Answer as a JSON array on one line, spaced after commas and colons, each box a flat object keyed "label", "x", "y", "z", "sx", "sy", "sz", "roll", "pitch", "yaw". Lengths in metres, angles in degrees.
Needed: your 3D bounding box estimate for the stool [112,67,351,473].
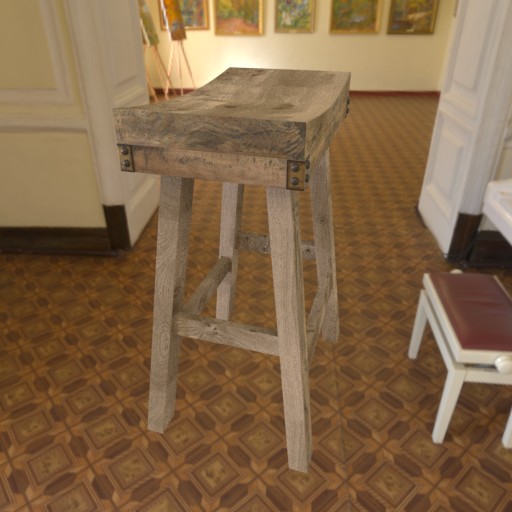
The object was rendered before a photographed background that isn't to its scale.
[{"label": "stool", "x": 0.000, "y": 0.000, "z": 0.877, "sx": 0.330, "sy": 0.635, "sz": 0.450, "roll": 9, "pitch": 31, "yaw": 15}]
